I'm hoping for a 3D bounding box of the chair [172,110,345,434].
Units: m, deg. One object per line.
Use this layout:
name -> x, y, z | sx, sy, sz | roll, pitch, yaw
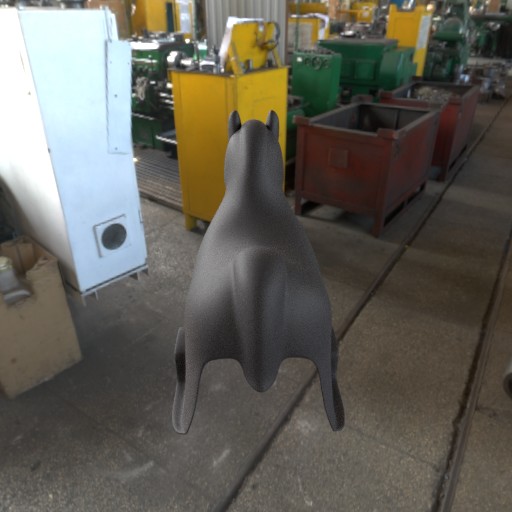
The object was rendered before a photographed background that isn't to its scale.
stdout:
chair -> 0.000, 0.000, 1.134 | 0.429, 0.612, 0.800 | -1, 30, -1
